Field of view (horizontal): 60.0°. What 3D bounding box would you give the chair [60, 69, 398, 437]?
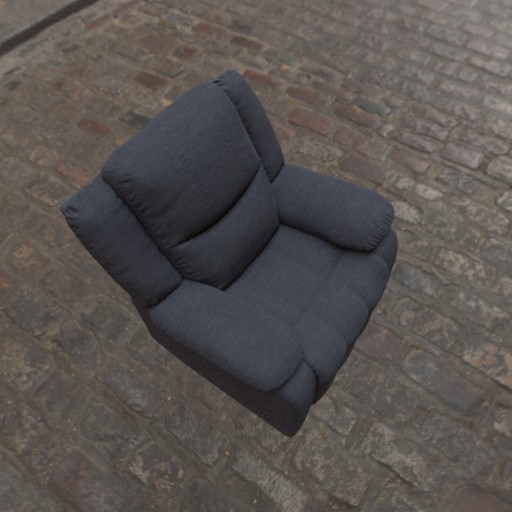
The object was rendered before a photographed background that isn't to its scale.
[{"bbox_3d":[0.000,0.000,1.701,0.944,1.008,0.899,30,62,18],"label":"chair"}]
